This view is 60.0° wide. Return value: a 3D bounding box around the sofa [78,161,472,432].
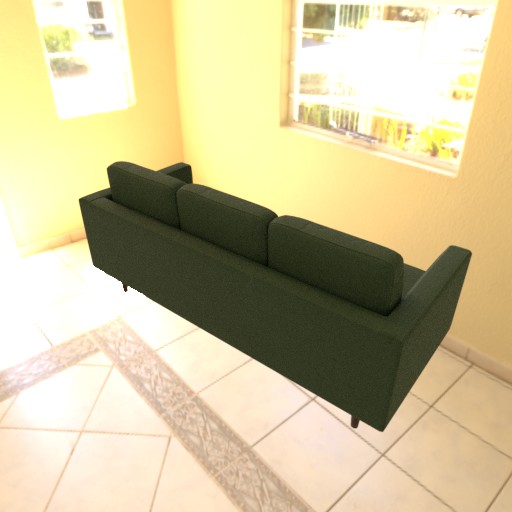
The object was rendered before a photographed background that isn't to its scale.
[{"bbox_3d":[0.000,0.000,2.511,2.029,0.899,0.879,23,38,32],"label":"sofa"}]
